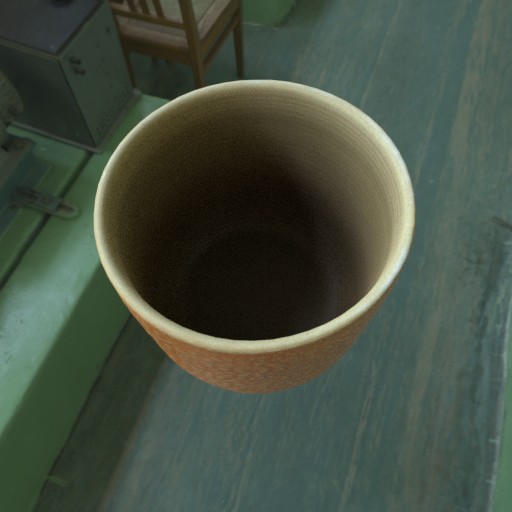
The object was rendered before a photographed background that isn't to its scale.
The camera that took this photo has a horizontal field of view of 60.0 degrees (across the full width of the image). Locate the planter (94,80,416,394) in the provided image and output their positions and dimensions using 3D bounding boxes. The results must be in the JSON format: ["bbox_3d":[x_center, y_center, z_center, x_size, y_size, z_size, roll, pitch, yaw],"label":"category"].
[{"bbox_3d":[0.000,0.000,0.290,0.170,0.152,0.170,0,64,0],"label":"planter"}]
